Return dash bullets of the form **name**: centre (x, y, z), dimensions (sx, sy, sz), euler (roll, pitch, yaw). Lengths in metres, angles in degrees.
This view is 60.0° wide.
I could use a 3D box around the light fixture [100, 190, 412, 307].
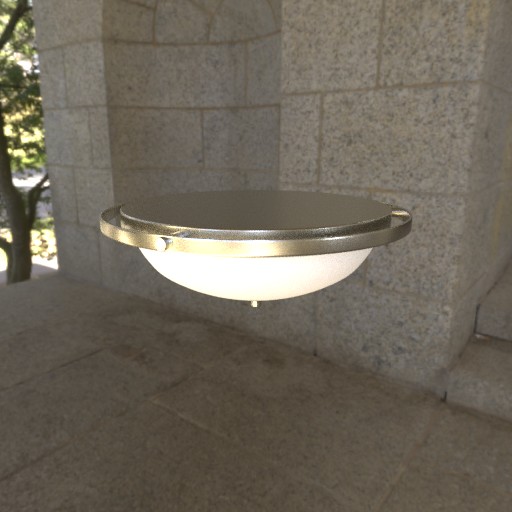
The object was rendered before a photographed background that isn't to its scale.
- **light fixture**: centre (0.000, 0.000, 0.555), dimensions (0.361, 0.130, 0.361), euler (0, 15, 0)
